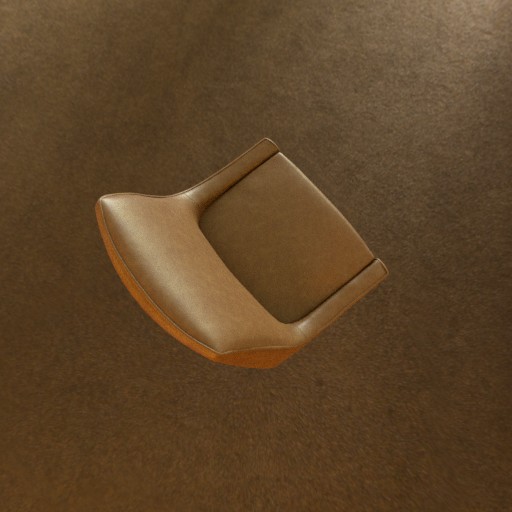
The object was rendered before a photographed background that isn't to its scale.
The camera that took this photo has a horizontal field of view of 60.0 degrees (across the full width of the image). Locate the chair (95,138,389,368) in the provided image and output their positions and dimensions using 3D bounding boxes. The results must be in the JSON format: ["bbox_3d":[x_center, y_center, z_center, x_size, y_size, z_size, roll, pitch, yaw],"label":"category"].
[{"bbox_3d":[0.000,0.000,1.194,0.544,0.861,0.529,-38,79,-9],"label":"chair"}]
